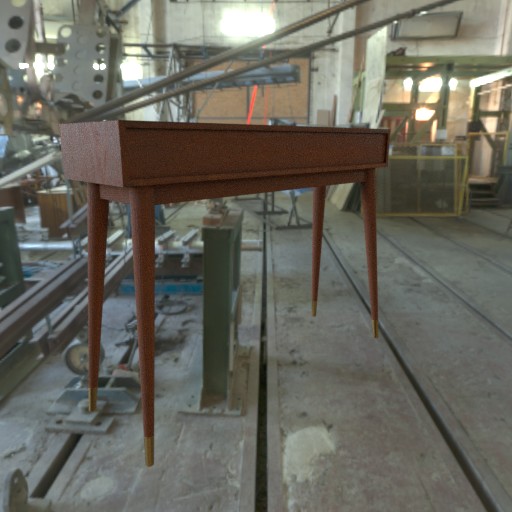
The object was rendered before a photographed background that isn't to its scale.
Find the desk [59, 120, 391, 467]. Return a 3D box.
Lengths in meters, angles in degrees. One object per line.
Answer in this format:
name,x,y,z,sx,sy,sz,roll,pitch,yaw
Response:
desk,0.000,0.000,1.641,1.204,0.917,0.384,-14,20,-42
